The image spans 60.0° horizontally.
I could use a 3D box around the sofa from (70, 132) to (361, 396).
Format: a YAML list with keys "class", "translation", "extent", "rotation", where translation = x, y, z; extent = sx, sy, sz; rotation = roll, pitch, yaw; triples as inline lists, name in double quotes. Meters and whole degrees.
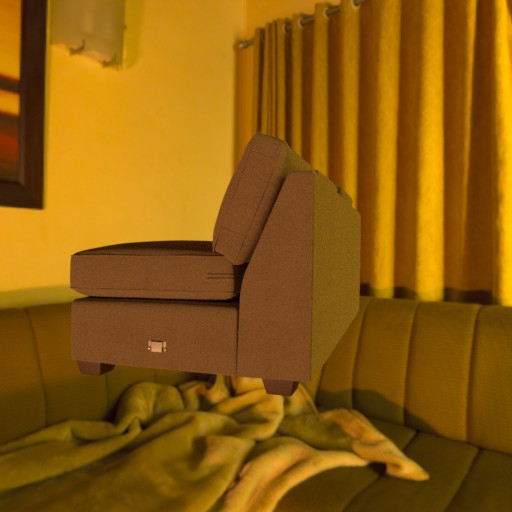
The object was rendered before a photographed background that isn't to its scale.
- class: "sofa"
  translation: [0.000, 0.000, 2.772]
  extent: [1.127, 1.036, 2.092]
  rotation: [0, 1, 18]
